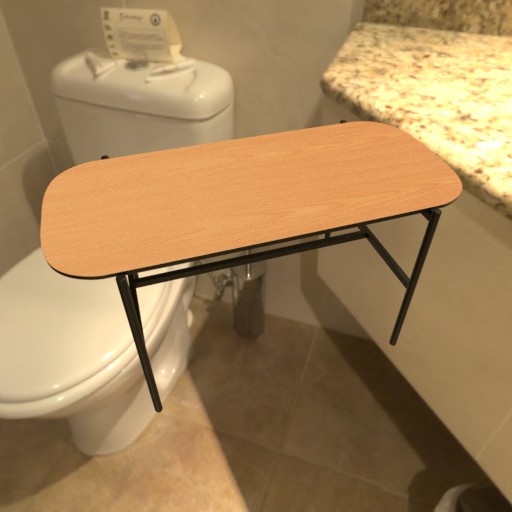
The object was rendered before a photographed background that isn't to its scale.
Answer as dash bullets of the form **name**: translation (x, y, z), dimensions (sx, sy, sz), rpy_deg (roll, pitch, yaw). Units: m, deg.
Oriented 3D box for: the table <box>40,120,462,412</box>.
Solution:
- **table**: translation (0.000, 0.000, 1.010), dimensions (0.800, 0.400, 0.400), rpy_deg (-12, 44, -13)
